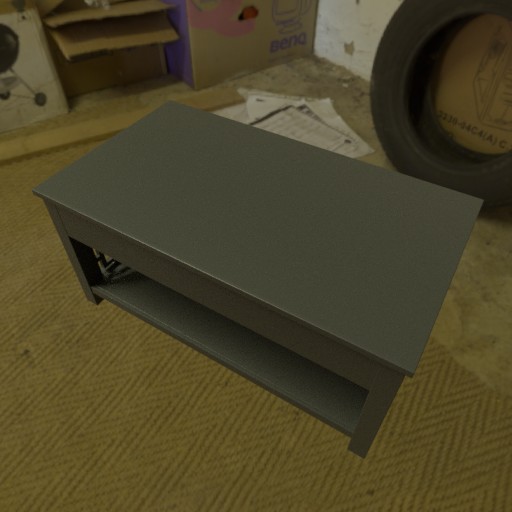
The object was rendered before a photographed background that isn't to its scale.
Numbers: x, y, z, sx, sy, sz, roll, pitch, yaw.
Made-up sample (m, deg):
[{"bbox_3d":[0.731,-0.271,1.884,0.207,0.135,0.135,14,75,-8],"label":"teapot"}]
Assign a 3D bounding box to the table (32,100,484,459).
[{"bbox_3d":[0.000,0.000,1.379,1.068,0.493,0.612,24,51,21],"label":"table"}]
